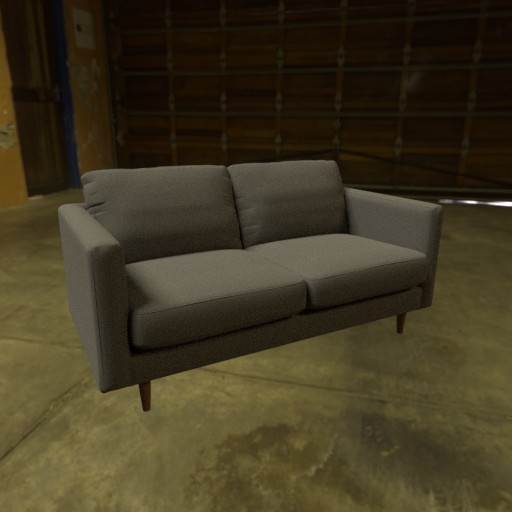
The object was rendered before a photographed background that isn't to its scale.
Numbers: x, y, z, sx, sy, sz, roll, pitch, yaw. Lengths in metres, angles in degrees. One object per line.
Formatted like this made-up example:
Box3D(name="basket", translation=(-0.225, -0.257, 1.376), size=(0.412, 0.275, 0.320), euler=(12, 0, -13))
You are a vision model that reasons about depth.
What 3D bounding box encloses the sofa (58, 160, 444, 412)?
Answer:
Box3D(name="sofa", translation=(0.000, 0.000, 2.227), size=(1.713, 0.866, 0.940), euler=(-9, 19, -28))
